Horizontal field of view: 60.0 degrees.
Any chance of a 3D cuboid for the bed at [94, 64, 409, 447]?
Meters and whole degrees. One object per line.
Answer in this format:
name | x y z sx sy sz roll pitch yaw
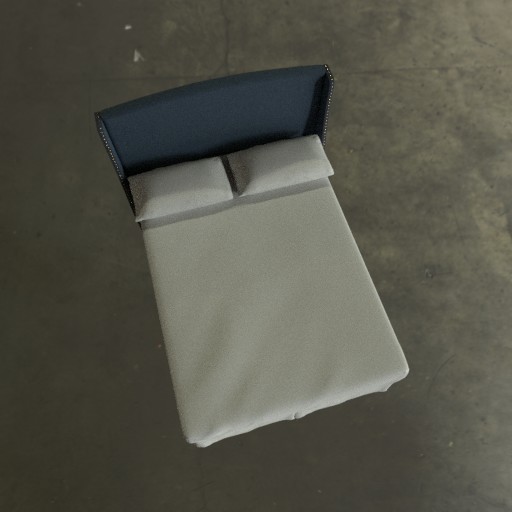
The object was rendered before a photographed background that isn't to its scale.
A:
bed | 0.000 0.000 3.272 1.710 1.407 2.237 -14 65 -7
